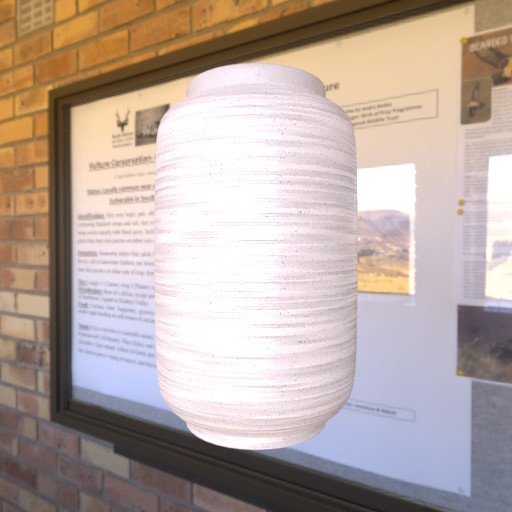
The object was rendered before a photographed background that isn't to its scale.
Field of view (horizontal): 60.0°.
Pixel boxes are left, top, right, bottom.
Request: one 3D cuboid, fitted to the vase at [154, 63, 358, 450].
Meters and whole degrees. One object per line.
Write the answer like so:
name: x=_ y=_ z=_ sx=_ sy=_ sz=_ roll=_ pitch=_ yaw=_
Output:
vase: x=0.000 y=0.000 z=0.451 sx=0.202 sy=0.335 sz=0.202 roll=0 pitch=1 yaw=0
